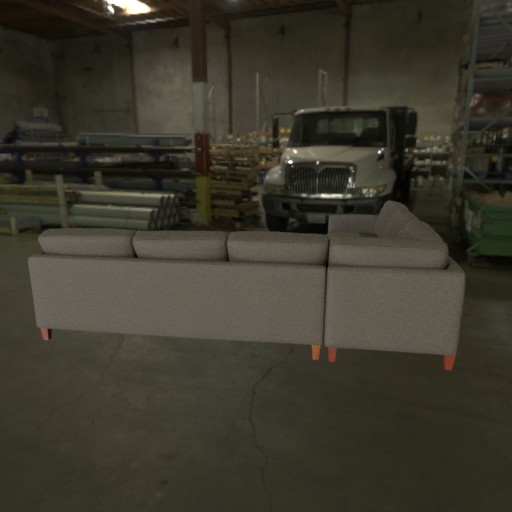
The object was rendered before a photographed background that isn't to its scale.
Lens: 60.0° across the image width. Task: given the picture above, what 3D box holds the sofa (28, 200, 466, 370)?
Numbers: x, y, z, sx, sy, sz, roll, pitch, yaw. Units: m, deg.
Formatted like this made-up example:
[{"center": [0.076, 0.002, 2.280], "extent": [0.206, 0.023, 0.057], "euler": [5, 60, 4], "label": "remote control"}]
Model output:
[{"center": [0.000, 0.000, 4.490], "extent": [3.302, 0.947, 2.593], "euler": [2, 14, 9], "label": "sofa"}]
